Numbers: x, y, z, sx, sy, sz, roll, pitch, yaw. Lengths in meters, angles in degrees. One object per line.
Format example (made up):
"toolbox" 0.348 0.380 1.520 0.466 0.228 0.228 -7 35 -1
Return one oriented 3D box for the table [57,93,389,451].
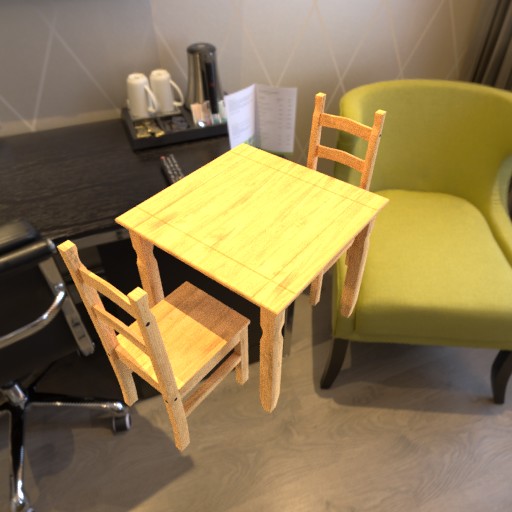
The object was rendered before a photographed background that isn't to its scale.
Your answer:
"table" 0.000 0.000 2.019 0.813 0.942 1.501 28 49 27
